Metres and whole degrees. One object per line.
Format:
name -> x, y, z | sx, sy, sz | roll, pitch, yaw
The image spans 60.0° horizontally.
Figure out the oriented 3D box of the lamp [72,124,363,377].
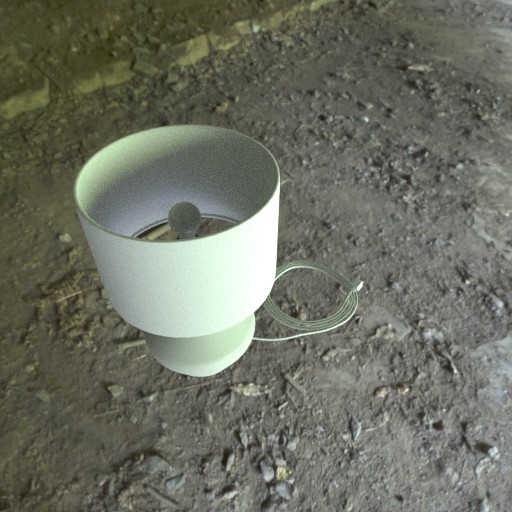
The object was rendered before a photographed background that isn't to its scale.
lamp -> 0.000, 0.000, 0.863 | 0.546, 0.457, 0.401 | -3, 45, -3
